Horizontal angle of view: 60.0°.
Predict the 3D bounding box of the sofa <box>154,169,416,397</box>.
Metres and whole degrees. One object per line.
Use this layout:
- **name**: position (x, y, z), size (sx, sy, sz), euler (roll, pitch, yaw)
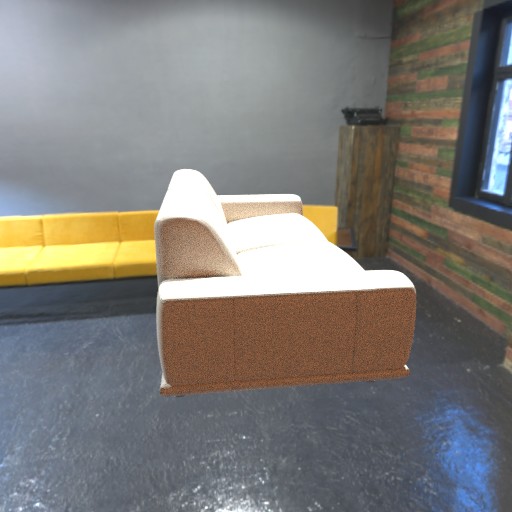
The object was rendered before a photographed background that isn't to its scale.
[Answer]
- **sofa**: position (0.000, 0.000, 2.356), size (0.900, 0.772, 1.901), euler (-2, 17, -7)
